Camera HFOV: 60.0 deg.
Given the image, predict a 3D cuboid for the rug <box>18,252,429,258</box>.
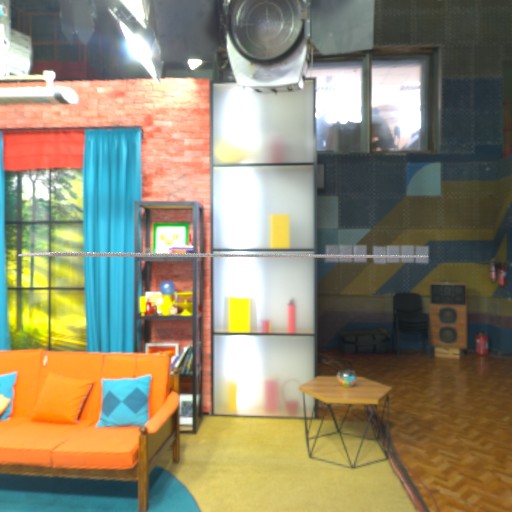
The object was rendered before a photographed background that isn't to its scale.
[{"bbox_3d":[0.000,0.000,1.989,1.824,0.009,0.562,0,-1,-36],"label":"rug"}]
